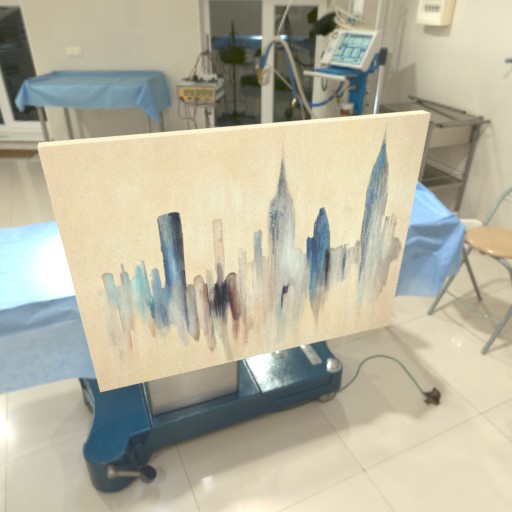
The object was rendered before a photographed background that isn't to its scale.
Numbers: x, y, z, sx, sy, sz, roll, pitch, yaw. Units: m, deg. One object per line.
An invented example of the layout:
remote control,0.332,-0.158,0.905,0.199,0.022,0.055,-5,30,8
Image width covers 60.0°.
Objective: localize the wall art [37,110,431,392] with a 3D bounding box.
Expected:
wall art,0.000,0.000,1.313,1.016,0.762,0.038,-10,32,-16
